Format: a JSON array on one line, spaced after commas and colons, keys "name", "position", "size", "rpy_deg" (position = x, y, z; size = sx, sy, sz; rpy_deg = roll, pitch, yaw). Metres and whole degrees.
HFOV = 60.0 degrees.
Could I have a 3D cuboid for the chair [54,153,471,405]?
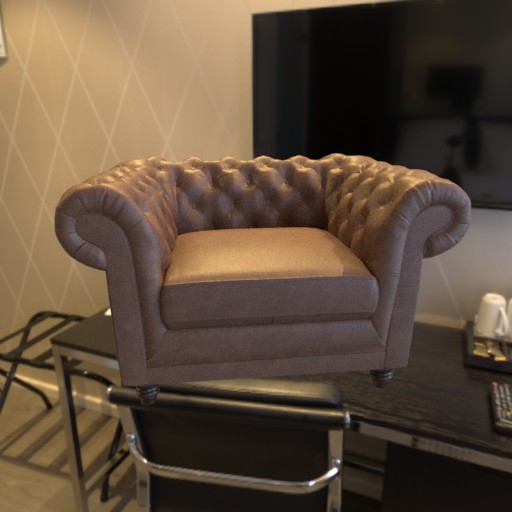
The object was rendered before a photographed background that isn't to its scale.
[{"name": "chair", "position": [0.000, 0.000, 1.842], "size": [1.298, 0.784, 0.954], "rpy_deg": [-2, 17, -7]}]
